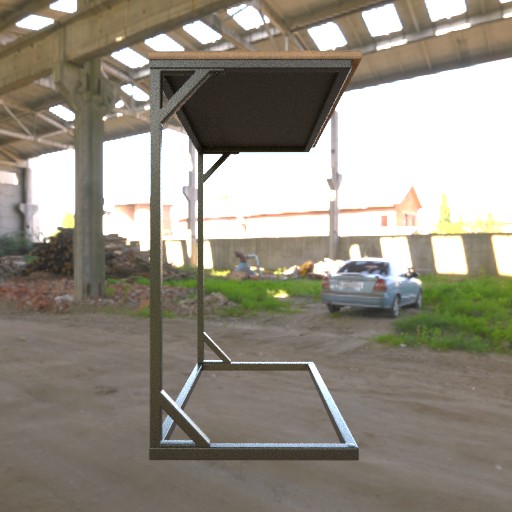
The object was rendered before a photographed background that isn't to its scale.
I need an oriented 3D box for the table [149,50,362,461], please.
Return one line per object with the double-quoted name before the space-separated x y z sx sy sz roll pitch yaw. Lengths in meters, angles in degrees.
"table" 0.000 0.000 1.025 0.351 0.673 0.597 0 0 0
